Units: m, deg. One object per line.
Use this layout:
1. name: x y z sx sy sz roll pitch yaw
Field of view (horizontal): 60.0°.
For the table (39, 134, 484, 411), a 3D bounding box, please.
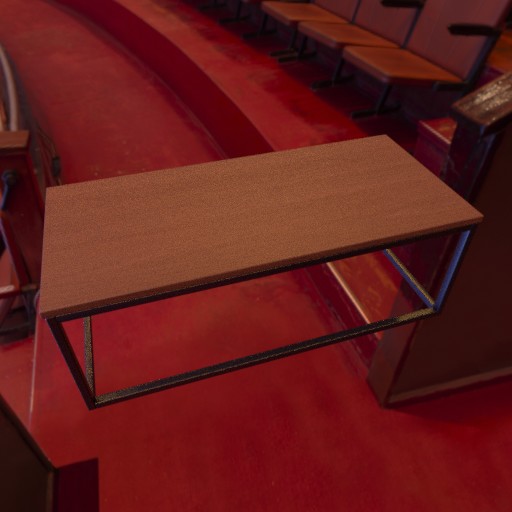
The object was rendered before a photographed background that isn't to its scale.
1. table: 0.000 0.000 1.347 1.100 0.400 0.500 -12 43 -13
